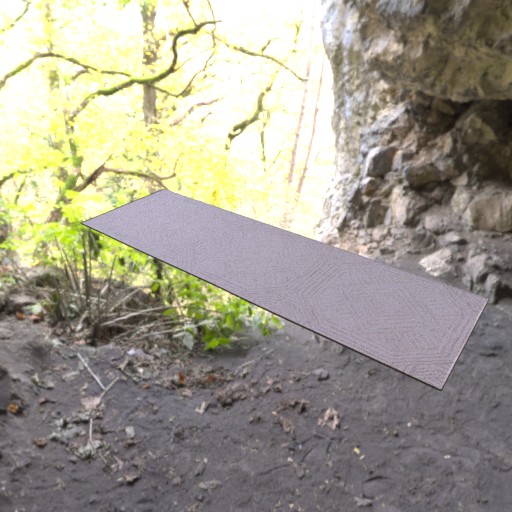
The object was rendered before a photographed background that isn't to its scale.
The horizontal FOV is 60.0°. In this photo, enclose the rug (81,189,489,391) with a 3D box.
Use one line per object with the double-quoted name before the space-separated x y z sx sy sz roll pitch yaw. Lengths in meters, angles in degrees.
"rug" 0.000 0.000 2.670 2.452 0.012 0.775 21 37 31
